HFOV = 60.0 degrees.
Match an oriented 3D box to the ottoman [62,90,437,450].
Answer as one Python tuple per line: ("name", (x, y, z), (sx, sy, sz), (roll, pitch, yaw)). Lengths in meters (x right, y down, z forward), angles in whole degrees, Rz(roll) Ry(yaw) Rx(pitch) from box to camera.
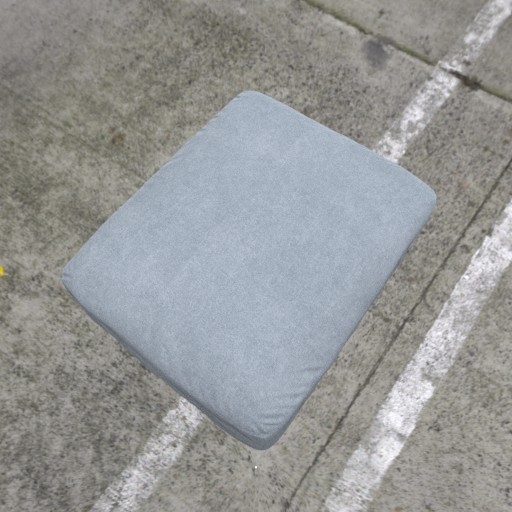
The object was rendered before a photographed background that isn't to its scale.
("ottoman", (0.000, 0.000, 1.272), (0.683, 0.481, 0.837), (34, 69, 15))
